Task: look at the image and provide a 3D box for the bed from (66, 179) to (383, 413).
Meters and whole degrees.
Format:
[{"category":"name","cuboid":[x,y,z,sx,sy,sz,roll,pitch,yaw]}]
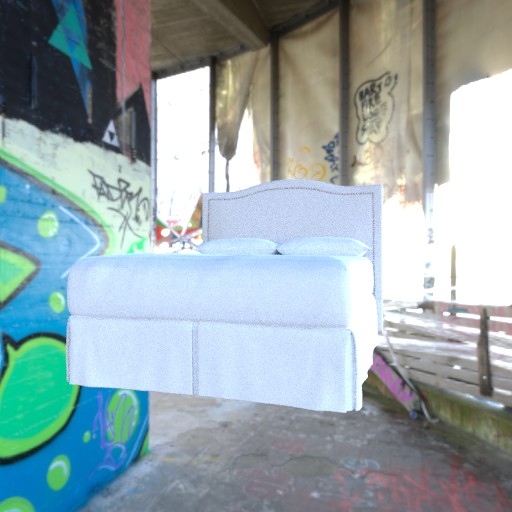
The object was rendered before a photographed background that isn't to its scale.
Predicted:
[{"category":"bed","cuboid":[0.000,0.000,3.268,1.753,1.460,2.143,0,0,17]}]
